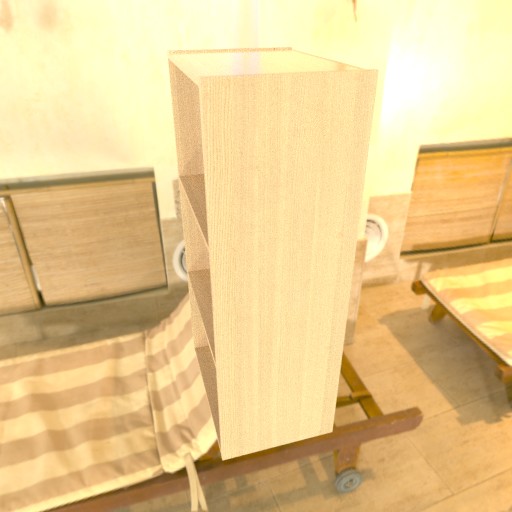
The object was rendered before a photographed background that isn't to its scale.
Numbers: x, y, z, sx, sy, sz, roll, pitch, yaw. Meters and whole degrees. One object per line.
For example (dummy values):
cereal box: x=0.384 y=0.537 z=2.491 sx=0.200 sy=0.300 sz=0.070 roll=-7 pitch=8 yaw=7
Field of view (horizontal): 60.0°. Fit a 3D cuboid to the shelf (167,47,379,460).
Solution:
shelf: x=0.000 y=0.000 z=1.070 sx=0.292 sy=0.876 sz=0.417 roll=-8 pitch=31 yaw=-14
